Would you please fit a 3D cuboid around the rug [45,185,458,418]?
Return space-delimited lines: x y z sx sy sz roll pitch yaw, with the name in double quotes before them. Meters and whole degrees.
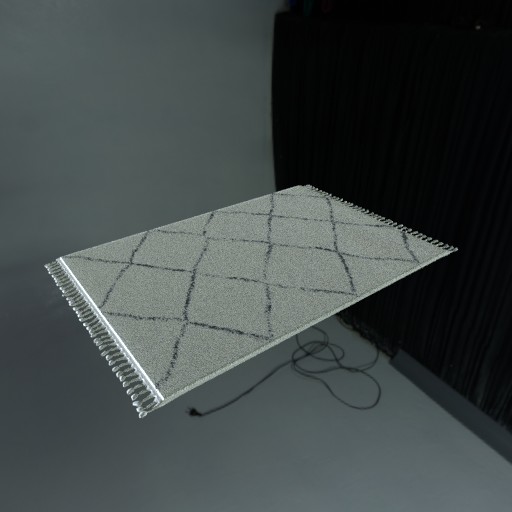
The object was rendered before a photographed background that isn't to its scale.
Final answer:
"rug" 0.000 0.000 2.917 2.307 0.031 1.494 -21 37 -31
